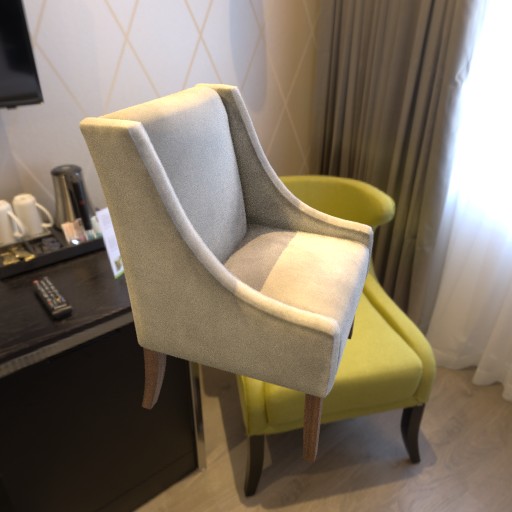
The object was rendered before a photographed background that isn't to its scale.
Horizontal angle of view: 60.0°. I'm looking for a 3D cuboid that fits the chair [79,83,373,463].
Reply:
[{"bbox_3d":[0.000,0.000,1.345,0.629,0.895,0.629,11,31,18],"label":"chair"}]
